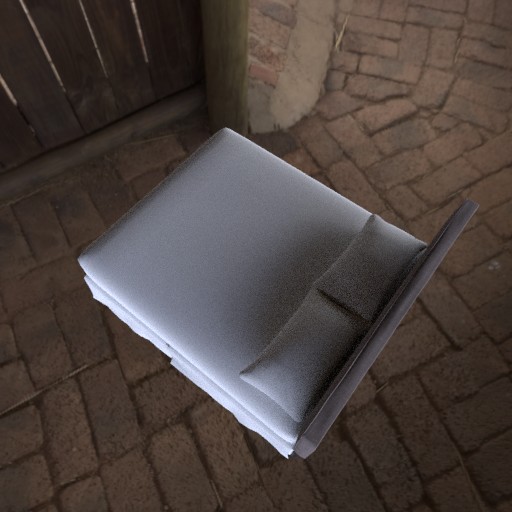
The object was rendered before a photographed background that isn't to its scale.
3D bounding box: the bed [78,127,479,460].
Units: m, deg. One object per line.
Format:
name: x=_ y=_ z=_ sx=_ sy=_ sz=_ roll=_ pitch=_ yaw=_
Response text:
bed: x=0.000 y=0.000 z=2.874 sx=1.894 sy=1.089 sz=1.610 roll=35 pitch=67 yaw=17
